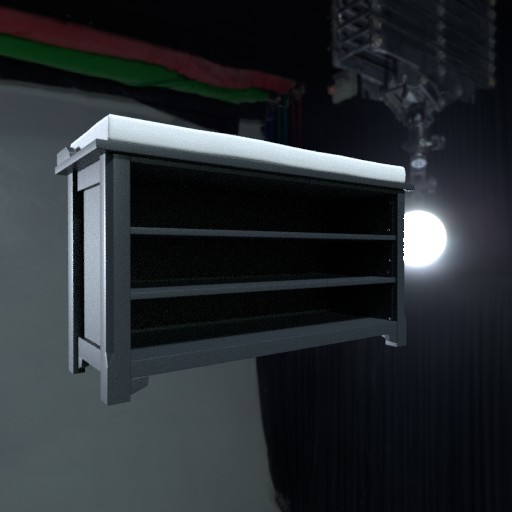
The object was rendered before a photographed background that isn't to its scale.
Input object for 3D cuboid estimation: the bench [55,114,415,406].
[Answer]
[{"bbox_3d":[0.000,0.000,1.240,0.973,0.561,0.345,0,1,-36],"label":"bench"}]
